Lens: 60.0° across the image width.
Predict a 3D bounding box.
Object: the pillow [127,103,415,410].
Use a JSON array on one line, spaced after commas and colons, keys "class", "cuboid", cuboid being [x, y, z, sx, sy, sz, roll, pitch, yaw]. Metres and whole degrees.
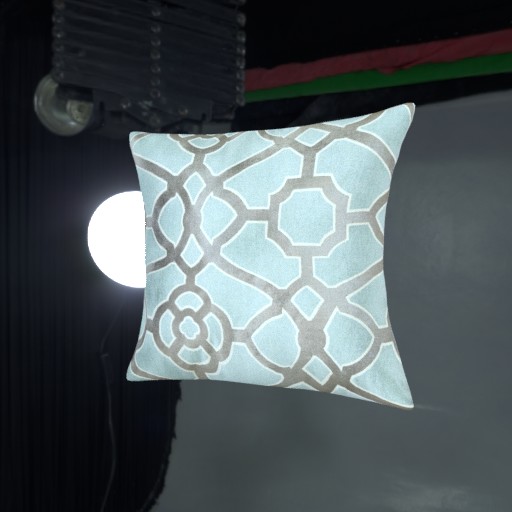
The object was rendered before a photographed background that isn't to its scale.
[{"class": "pillow", "cuboid": [0.000, 0.000, 0.819, 0.552, 0.508, 0.166, 0, 0, 19]}]
